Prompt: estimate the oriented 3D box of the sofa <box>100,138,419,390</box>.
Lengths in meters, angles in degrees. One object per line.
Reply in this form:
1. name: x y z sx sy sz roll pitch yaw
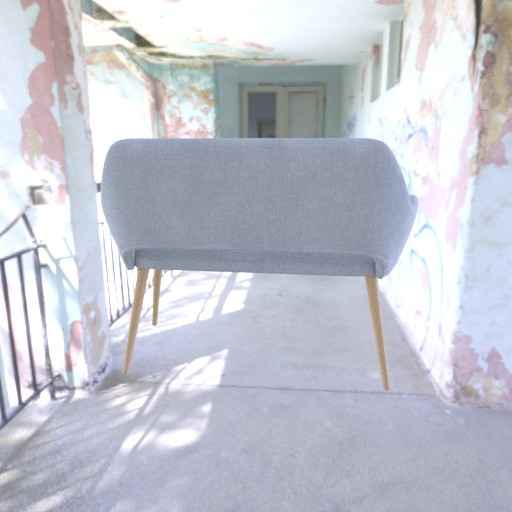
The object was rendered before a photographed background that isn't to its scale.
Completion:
1. sofa: 0.000 0.000 1.645 1.150 0.840 0.610 2 14 7
